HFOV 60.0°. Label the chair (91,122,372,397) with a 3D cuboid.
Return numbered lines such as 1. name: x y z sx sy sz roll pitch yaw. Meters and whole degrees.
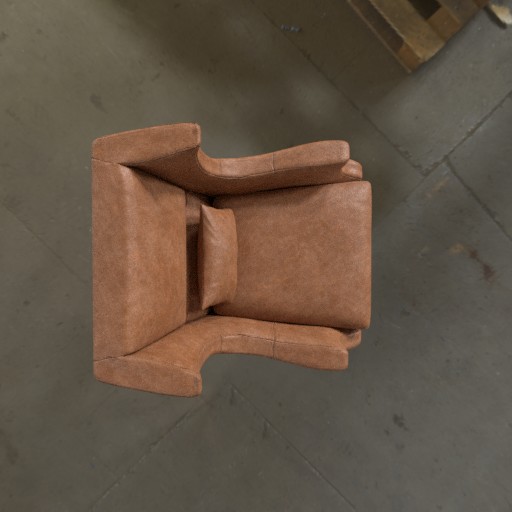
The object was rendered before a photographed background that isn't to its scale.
1. chair: 0.000 0.000 1.706 0.926 1.016 0.853 0 92 -1
